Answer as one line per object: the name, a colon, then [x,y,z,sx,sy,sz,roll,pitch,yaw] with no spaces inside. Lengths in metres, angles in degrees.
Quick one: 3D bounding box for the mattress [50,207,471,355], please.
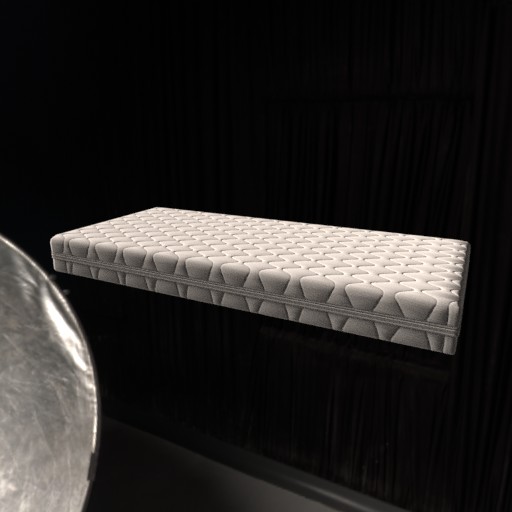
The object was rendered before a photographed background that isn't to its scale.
mattress: [0.000,0.000,2.317,2.000,0.200,0.900,9,19,25]
